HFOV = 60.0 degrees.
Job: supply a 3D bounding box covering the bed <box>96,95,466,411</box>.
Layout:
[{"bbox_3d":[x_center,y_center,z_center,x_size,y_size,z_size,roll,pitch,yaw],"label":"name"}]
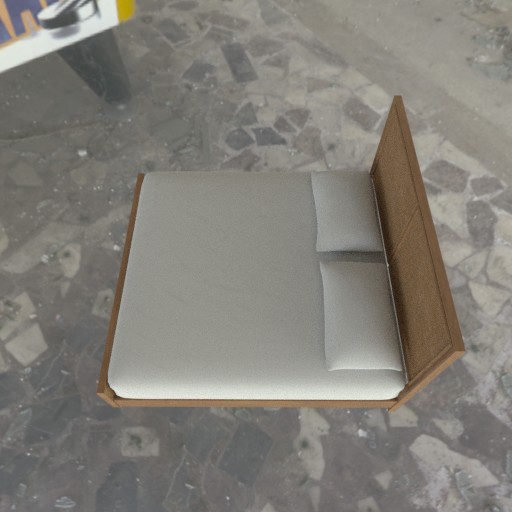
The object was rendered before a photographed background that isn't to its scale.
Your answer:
[{"bbox_3d":[0.000,0.000,3.413,2.184,1.387,2.003,0,58,0],"label":"bed"}]
